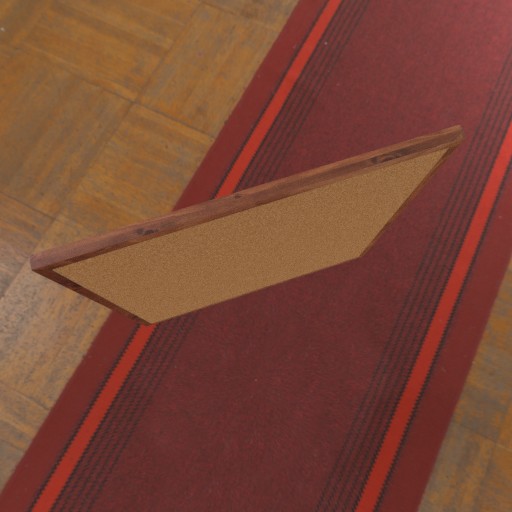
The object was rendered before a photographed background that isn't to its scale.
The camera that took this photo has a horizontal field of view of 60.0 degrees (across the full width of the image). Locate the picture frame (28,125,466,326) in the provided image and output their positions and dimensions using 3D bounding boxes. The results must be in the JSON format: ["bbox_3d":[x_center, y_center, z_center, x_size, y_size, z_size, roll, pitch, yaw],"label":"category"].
[{"bbox_3d":[0.000,0.000,1.178,0.810,0.817,0.029,-18,75,-5],"label":"picture frame"}]
